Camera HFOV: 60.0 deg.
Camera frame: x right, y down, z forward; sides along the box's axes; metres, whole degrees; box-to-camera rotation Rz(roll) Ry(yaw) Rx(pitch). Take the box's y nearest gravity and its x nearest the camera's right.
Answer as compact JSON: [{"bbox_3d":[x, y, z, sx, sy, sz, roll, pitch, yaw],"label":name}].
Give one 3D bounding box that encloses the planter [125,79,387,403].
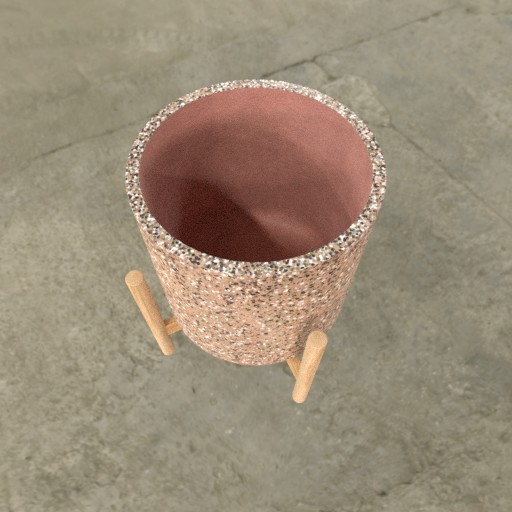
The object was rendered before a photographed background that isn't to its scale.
[{"bbox_3d":[0.000,0.000,0.697,0.360,0.419,0.360,-2,59,-1],"label":"planter"}]
